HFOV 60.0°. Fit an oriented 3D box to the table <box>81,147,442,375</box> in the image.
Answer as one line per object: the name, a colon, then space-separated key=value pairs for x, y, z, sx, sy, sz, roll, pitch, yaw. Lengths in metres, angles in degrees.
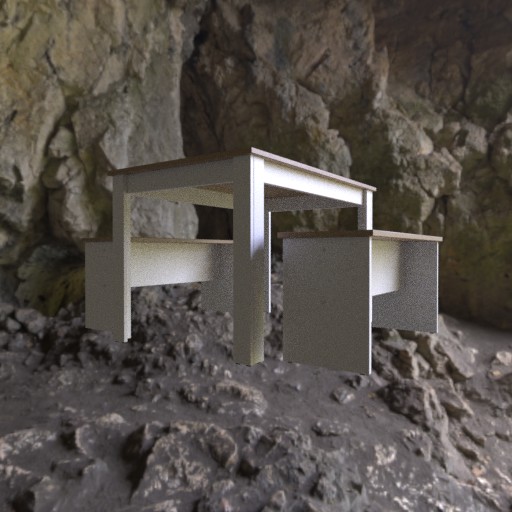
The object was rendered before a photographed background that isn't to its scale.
table: x=0.000 y=0.000 z=2.058 sx=1.443 sy=0.700 sz=1.100 roll=0 pitch=1 yaw=35
